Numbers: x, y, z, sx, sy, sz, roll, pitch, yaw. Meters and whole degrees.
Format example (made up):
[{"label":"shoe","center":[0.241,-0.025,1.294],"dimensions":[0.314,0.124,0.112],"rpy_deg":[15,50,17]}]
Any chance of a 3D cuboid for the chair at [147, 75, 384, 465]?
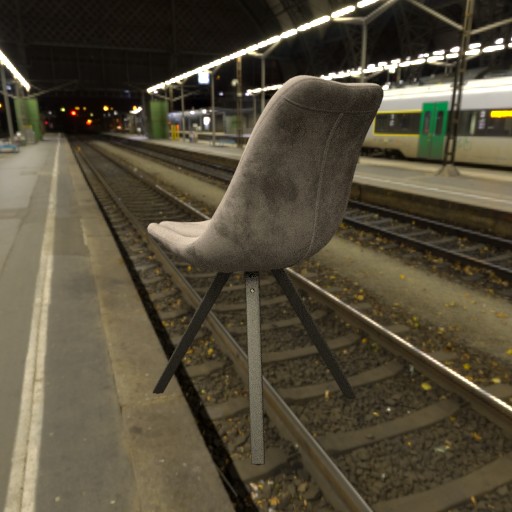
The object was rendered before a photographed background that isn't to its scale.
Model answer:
[{"label":"chair","center":[0.000,0.000,1.191],"dimensions":[0.485,0.850,0.550],"rpy_deg":[-15,22,-42]}]
